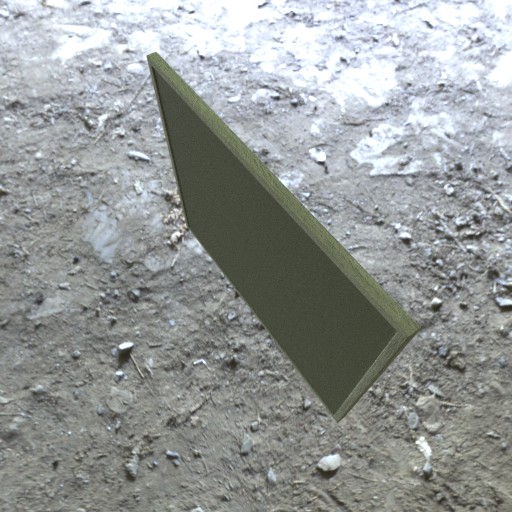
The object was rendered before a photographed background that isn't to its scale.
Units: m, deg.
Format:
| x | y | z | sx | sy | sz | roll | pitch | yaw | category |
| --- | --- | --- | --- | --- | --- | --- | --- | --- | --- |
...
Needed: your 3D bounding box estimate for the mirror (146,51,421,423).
| x | y | z | sx | sy | sz | roll | pitch | yaw | category |
| --- | --- | --- | --- | --- | --- | --- | --- | --- | --- |
| 0.000 | 0.000 | 1.146 | 0.028 | 0.689 | 0.839 | -31 | 64 | -17 | mirror |
